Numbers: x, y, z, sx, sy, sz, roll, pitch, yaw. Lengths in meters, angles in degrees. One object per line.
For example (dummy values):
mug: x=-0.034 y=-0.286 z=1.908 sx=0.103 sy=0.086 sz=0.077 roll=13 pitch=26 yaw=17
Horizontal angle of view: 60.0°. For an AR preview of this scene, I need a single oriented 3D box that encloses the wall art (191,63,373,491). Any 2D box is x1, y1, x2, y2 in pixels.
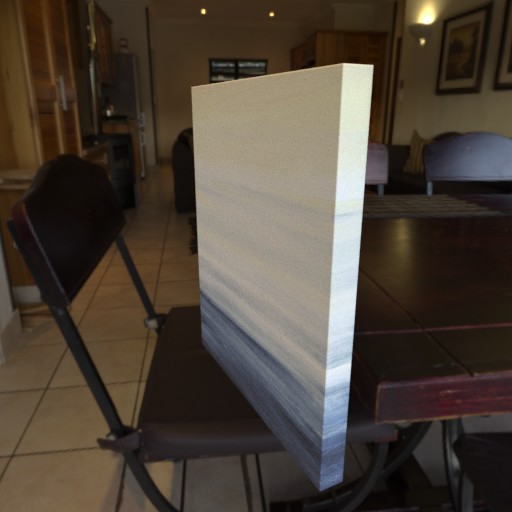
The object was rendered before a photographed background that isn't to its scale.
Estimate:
wall art: x=0.000 y=0.000 z=0.688 sx=0.037 sy=0.511 sz=0.435 roll=-9 pitch=20 yaw=-26
